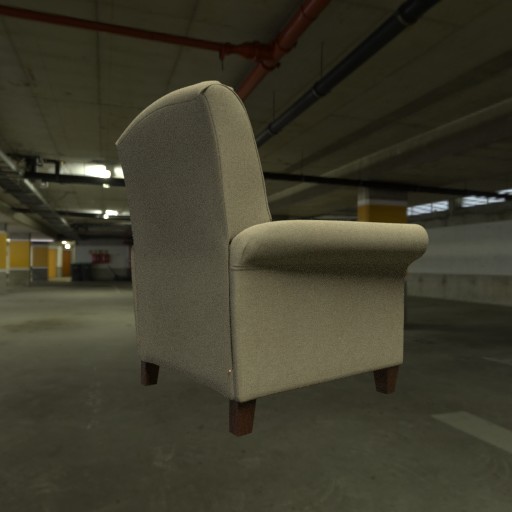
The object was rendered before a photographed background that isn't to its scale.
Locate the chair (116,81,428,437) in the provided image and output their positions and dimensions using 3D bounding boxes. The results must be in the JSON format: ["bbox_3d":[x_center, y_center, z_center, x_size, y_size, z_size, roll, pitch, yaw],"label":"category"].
[{"bbox_3d":[0.000,0.000,1.770,0.905,1.061,0.978,1,-1,-37],"label":"chair"}]
